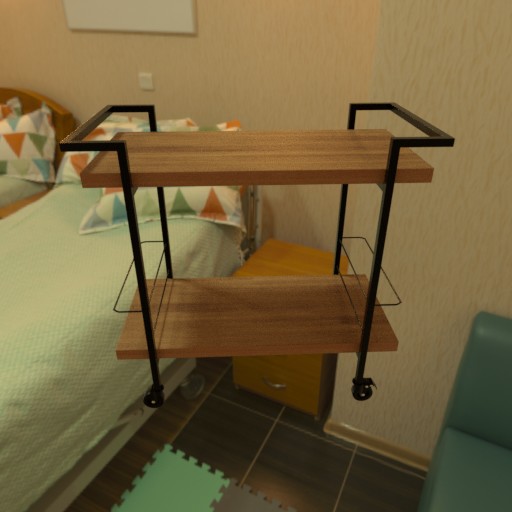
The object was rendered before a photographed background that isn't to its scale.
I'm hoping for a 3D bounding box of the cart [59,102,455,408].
[{"bbox_3d":[0.000,0.000,1.261,0.806,0.762,0.406,-1,29,-2],"label":"cart"}]
